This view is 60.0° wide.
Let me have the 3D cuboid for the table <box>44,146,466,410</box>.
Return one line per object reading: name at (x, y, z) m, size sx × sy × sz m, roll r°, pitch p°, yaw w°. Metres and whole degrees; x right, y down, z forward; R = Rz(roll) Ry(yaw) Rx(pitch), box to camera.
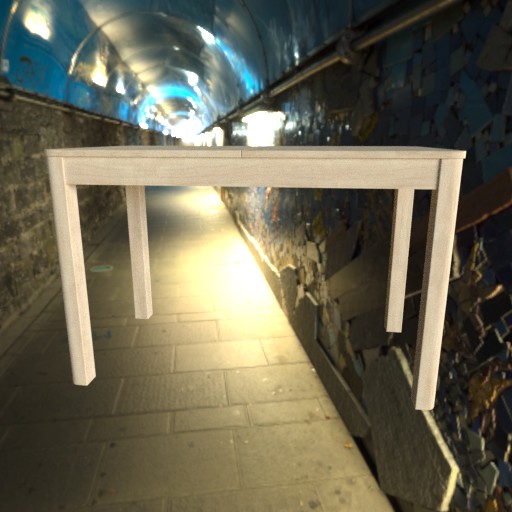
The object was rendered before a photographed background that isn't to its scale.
table at (0.000, 0.000, 1.897) m, size 1.400 × 0.900 × 0.750 m, roll 2°, pitch 15°, yaw 7°
